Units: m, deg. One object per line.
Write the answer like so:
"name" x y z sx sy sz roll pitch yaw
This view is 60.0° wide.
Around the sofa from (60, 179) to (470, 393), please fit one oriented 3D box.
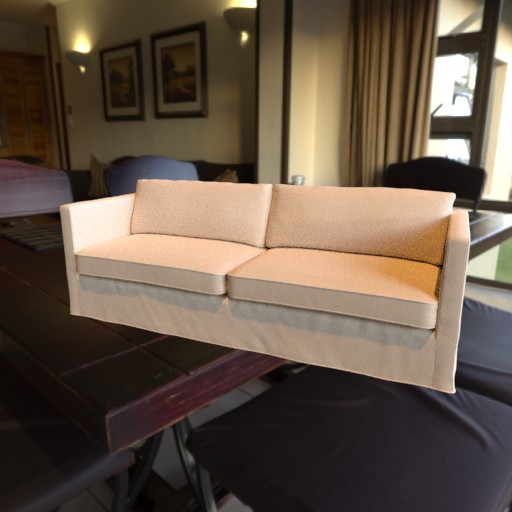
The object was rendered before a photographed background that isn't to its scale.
"sofa" 0.000 0.000 3.218 2.779 0.999 1.036 6 16 23
